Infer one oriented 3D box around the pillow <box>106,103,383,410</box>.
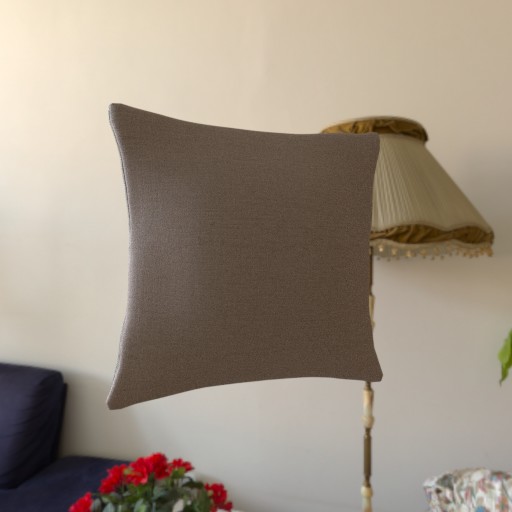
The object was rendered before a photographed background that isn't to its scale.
[{"bbox_3d":[0.000,0.000,0.678,0.435,0.416,0.189,0,0,-19],"label":"pillow"}]
